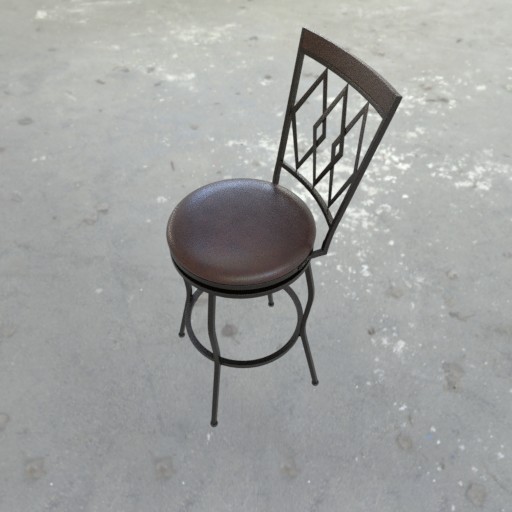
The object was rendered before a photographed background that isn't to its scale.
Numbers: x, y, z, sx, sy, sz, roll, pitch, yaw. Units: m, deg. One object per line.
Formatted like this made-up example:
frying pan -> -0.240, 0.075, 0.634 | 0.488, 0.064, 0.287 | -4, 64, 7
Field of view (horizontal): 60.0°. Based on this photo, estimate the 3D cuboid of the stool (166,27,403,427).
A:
stool -> 0.000, 0.000, 1.362 | 0.521, 1.134, 0.432 | -17, 49, -16
